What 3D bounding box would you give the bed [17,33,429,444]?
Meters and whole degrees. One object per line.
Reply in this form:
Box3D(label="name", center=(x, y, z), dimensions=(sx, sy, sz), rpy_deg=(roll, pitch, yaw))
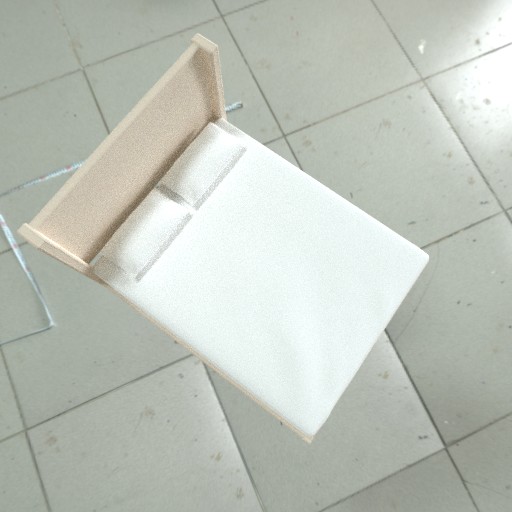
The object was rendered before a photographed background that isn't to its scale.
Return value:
Box3D(label="bed", center=(0.000, 0.000, 3.384), dimensions=(2.293, 1.471, 1.778), rpy_deg=(35, 78, 9))
